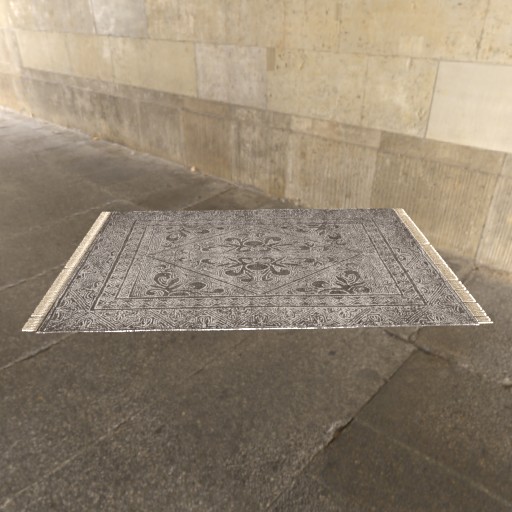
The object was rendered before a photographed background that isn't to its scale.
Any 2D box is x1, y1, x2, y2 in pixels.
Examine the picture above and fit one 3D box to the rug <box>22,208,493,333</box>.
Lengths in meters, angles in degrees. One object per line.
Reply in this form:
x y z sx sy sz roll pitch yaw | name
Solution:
0.000 0.000 2.940 2.440 0.010 1.529 -1 29 -1 | rug
